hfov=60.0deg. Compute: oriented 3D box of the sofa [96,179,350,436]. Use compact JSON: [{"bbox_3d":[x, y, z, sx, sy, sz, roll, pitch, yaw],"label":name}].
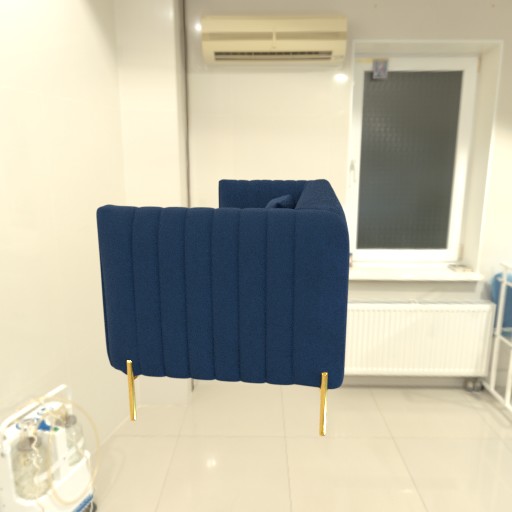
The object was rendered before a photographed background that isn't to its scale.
[{"bbox_3d":[0.000,0.000,2.516,0.896,0.793,2.136,2,13,7],"label":"sofa"}]
